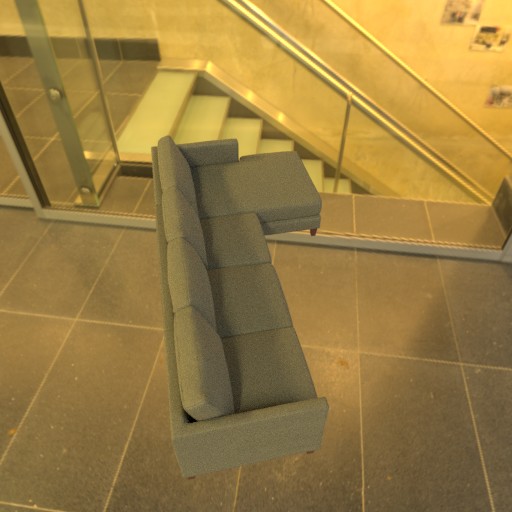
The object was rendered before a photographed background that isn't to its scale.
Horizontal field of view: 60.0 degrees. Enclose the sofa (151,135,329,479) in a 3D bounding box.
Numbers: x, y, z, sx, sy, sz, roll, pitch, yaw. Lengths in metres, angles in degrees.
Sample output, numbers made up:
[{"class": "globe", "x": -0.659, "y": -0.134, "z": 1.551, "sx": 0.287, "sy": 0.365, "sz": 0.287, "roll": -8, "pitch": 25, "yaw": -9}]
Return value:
[{"class": "sofa", "x": 0.000, "y": 0.000, "z": 3.849, "sx": 1.625, "sy": 0.861, "sz": 3.186, "roll": -8, "pitch": 45, "yaw": -8}]
